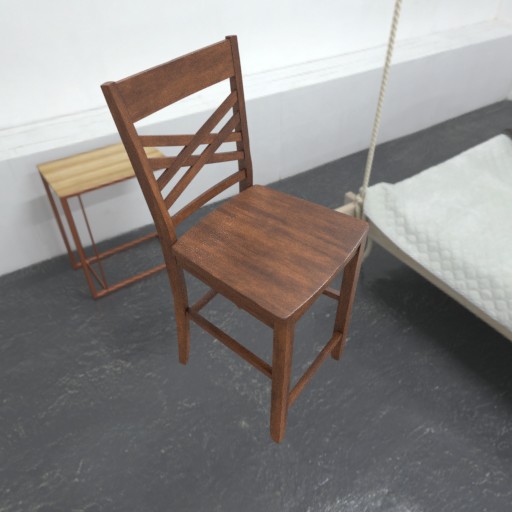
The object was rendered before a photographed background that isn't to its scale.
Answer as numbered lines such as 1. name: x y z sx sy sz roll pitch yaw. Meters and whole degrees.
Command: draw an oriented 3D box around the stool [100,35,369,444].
1. stool: 0.000 0.000 1.356 0.539 1.079 0.462 26 48 26
